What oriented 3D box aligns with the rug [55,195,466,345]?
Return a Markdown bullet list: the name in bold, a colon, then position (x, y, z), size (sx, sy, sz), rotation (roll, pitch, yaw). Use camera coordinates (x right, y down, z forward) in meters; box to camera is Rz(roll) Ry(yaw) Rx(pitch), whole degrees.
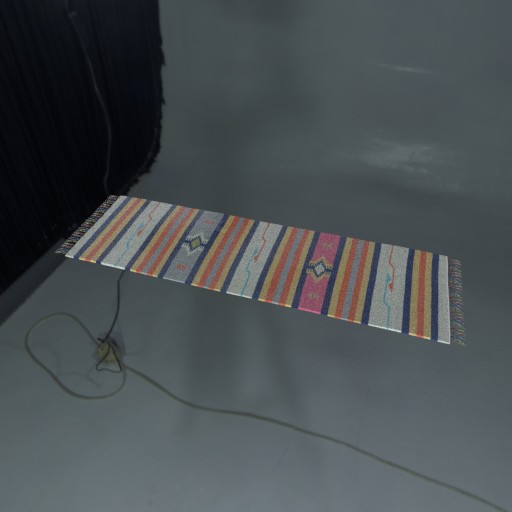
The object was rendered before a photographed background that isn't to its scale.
- **rug**: position (0.000, 0.000, 2.770), size (2.455, 0.017, 0.695), rotation (12, 43, 13)
